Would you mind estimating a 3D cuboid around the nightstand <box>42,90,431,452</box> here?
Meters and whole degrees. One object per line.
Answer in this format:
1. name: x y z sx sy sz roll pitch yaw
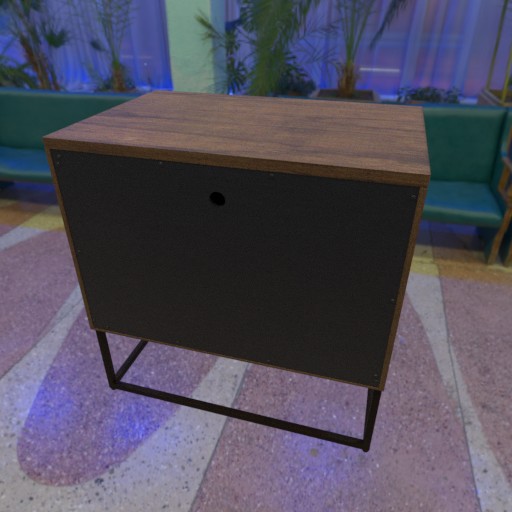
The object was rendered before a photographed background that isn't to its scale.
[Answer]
1. nightstand: 0.000 0.000 0.994 0.610 0.610 0.437 9 32 14
